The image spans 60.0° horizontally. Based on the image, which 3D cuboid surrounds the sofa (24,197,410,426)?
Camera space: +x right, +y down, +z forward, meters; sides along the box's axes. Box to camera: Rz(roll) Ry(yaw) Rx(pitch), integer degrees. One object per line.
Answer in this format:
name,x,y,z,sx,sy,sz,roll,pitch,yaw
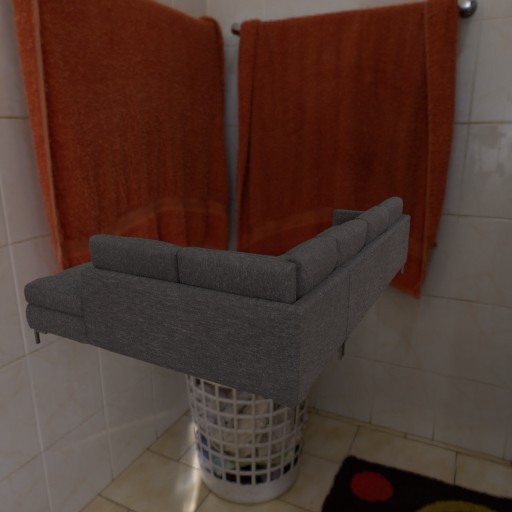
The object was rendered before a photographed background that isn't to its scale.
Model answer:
sofa,0.000,0.000,3.749,2.007,0.815,2.949,8,17,27
